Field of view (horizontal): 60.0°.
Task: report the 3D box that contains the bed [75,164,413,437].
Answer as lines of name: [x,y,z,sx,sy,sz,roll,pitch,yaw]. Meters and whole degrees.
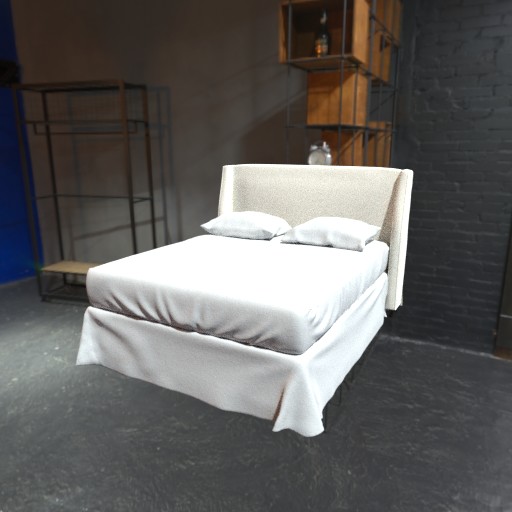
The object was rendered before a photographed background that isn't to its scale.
bed: [0.000,0.000,3.529,1.925,1.332,2.276,8,16,28]
